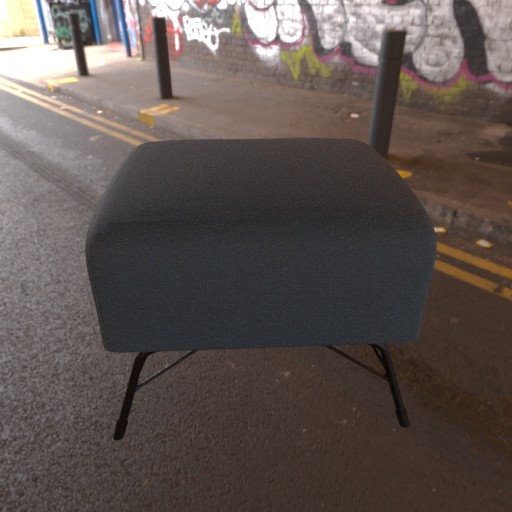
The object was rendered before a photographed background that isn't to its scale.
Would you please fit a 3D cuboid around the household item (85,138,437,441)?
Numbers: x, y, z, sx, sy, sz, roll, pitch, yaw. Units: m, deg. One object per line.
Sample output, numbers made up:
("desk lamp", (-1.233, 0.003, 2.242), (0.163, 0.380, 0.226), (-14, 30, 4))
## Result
("household item", (0.000, 0.000, 0.905), (0.530, 0.420, 0.530), (-2, 30, -3))
